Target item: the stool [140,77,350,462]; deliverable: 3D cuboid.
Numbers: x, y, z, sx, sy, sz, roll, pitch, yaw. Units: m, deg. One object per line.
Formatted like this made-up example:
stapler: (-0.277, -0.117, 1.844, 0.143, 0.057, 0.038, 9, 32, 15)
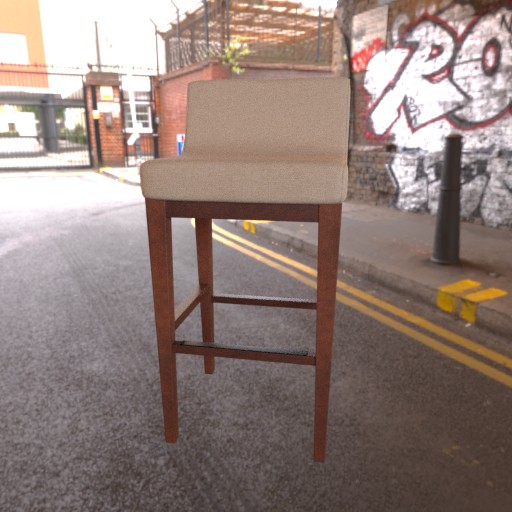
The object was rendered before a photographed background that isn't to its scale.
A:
stool: (0.000, 0.000, 1.329, 0.511, 1.037, 0.500, 3, 15, 10)
